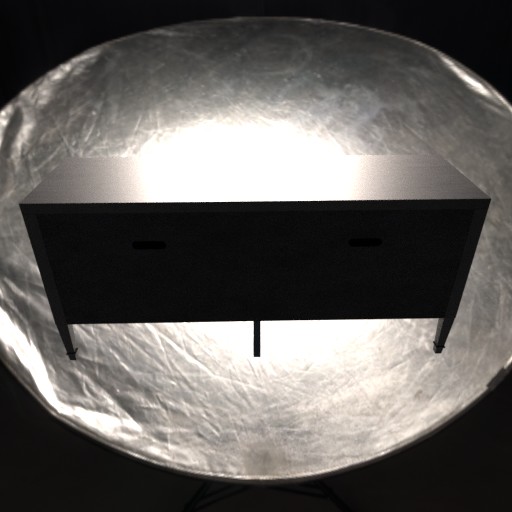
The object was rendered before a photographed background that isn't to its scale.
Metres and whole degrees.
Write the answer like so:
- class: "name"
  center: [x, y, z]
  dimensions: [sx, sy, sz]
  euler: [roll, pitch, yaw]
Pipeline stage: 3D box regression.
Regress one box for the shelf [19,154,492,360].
- class: "shelf"
  center: [0.000, 0.000, 1.867]
  dimensions: [1.575, 0.719, 0.479]
  euler: [-1, 31, -1]
